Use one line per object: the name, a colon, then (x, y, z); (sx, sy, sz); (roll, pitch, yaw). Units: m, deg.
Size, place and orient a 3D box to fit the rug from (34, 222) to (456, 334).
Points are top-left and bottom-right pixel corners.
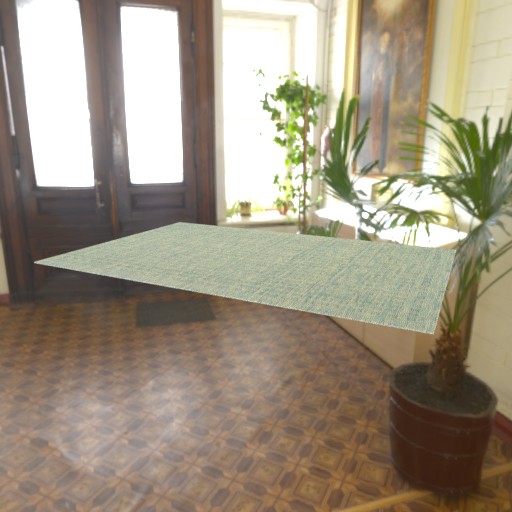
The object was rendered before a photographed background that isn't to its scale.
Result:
rug: (0.000, 0.000, 2.190); (1.752, 0.006, 1.142); (7, 16, 26)
